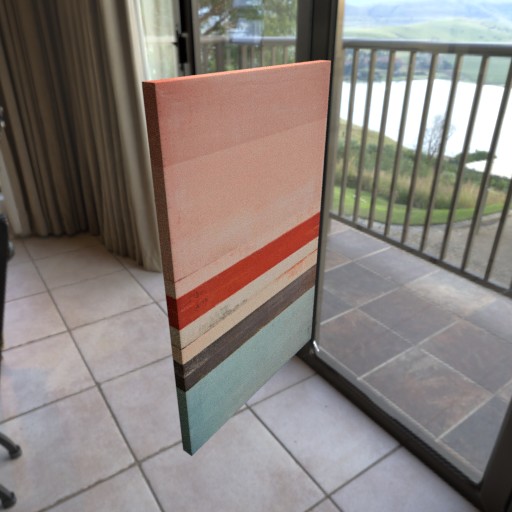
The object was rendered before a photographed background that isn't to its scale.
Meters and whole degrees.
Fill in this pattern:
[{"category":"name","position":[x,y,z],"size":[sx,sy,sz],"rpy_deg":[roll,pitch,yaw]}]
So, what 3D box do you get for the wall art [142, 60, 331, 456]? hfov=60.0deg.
[{"category":"wall art","position":[0.000,0.000,1.172],"size":[0.038,0.914,0.610],"rpy_deg":[19,33,32]}]
